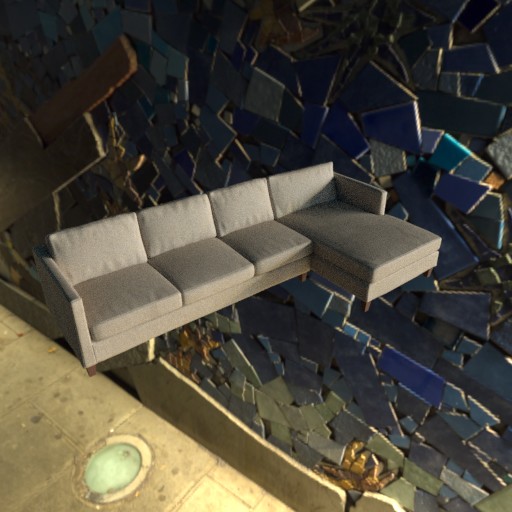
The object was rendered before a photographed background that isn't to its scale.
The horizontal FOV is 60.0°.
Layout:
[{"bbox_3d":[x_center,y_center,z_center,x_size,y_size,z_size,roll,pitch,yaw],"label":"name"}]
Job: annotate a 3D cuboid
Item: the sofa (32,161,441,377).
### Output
[{"bbox_3d":[0.000,0.000,3.846,3.186,0.846,1.625,-21,36,-32],"label":"sofa"}]
